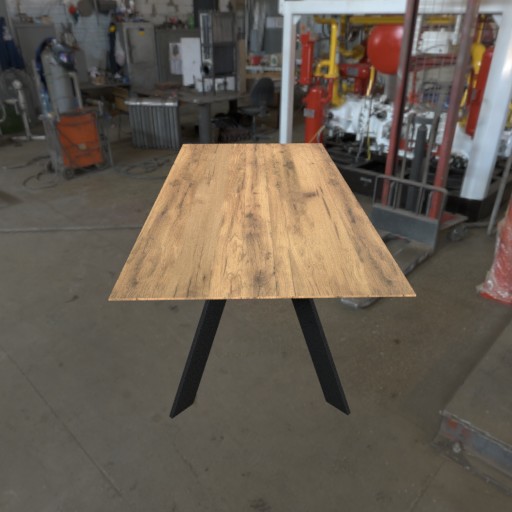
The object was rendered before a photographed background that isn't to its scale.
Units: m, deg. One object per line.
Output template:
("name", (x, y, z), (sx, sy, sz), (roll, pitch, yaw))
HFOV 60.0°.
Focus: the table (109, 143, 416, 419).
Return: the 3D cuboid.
("table", (0.000, 0.000, 2.501), (1.000, 0.770, 2.000), (-1, 28, -1))
